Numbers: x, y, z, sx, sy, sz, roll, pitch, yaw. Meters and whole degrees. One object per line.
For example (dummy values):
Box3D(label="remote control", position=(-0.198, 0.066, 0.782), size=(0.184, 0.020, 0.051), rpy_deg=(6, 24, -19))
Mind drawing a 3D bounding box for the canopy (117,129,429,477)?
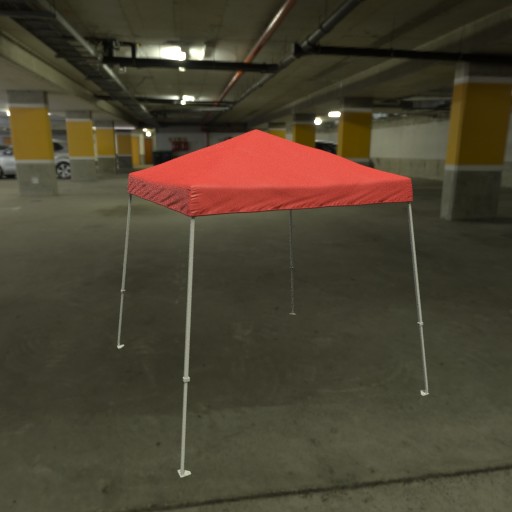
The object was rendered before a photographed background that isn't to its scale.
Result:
Box3D(label="canopy", position=(0.000, 0.000, 5.186), size=(2.848, 2.849, 2.849), rpy_deg=(-7, 15, -26))
